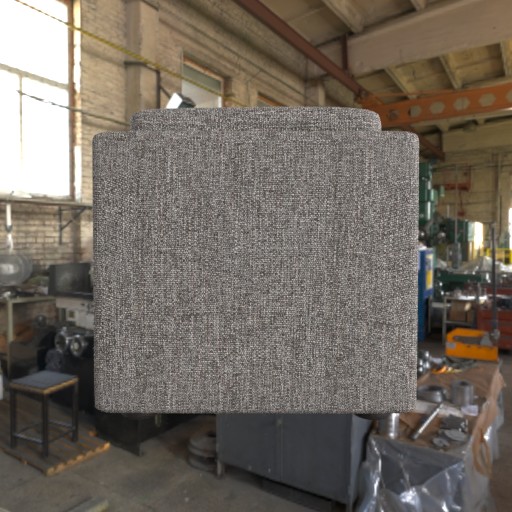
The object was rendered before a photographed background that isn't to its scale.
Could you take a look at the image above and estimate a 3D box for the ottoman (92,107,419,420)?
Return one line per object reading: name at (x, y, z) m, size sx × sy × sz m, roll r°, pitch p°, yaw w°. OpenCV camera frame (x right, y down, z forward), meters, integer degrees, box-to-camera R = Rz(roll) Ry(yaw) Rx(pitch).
ottoman at (0.000, 0.000, 0.822) m, size 0.450 × 0.460 × 0.450 m, roll 0°, pitch 2°, yaw 0°
